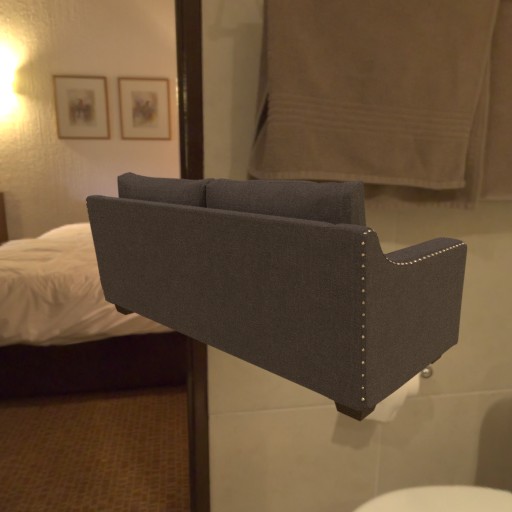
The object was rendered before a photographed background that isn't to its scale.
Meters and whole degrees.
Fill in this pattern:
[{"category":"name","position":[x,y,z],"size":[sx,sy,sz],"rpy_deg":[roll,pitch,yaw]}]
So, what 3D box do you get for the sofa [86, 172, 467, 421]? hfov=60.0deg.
[{"category":"sofa","position":[0.000,0.000,3.267],"size":[2.550,1.196,1.336],"rpy_deg":[12,17,42]}]
